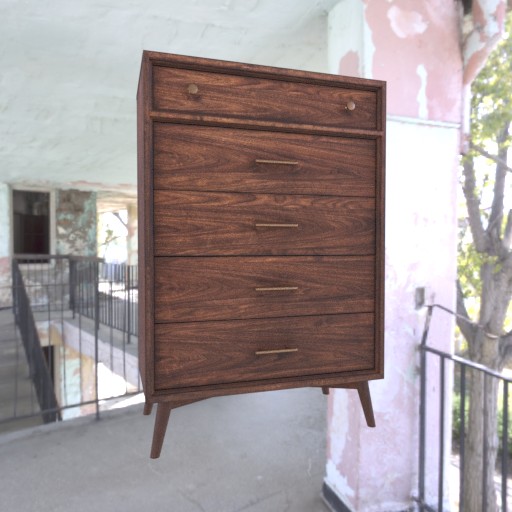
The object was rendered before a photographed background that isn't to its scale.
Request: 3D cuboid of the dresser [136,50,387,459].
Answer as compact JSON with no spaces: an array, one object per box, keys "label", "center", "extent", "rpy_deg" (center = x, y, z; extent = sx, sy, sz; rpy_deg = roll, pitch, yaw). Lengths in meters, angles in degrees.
[{"label":"dresser","center":[0.000,0.000,1.821],"extent":[0.919,1.365,0.498],"rpy_deg":[0,2,-18]}]
